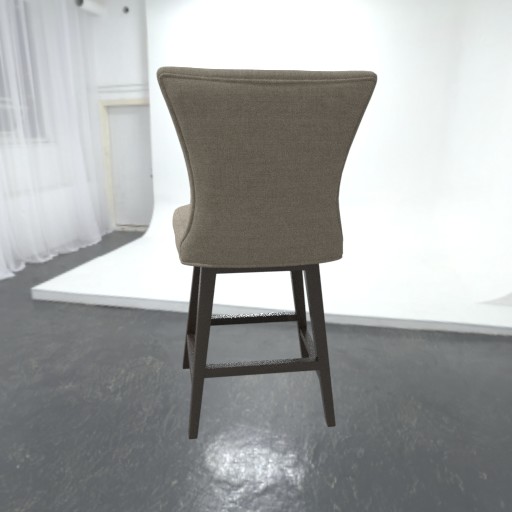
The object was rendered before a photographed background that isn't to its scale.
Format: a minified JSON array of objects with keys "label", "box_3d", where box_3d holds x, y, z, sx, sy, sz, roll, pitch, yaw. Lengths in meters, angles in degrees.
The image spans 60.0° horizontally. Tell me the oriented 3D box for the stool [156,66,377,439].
[{"label":"stool","box_3d":[0.000,0.000,1.351,0.514,1.000,0.574,-2,15,-8]}]
